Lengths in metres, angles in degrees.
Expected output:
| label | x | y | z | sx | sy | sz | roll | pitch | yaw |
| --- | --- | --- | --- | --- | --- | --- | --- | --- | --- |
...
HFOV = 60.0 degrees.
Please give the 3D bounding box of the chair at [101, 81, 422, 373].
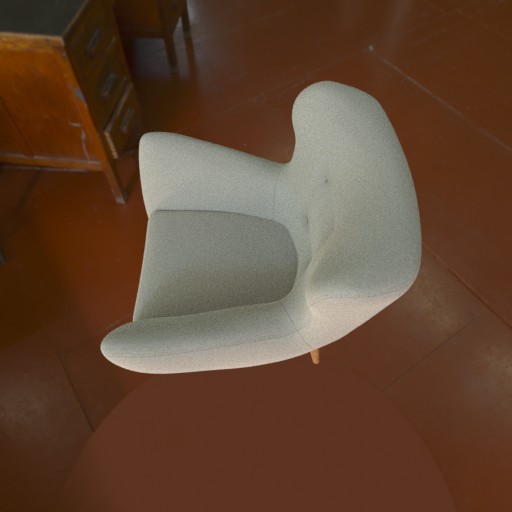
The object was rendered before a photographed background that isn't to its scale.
| label | x | y | z | sx | sy | sz | roll | pitch | yaw |
| --- | --- | --- | --- | --- | --- | --- | --- | --- | --- |
| chair | 0.000 | 0.000 | 1.572 | 0.889 | 0.889 | 0.890 | 0 | 57 | 0 |
